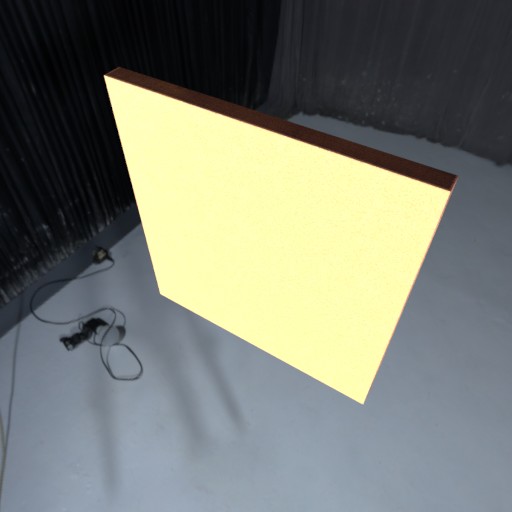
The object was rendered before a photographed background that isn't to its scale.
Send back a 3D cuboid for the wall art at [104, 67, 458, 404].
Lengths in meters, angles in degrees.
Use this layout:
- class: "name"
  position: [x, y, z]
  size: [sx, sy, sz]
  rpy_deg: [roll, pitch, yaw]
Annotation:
- class: "wall art"
  position: [0.000, 0.000, 0.834]
  size: [0.554, 0.572, 0.037]
  rpy_deg: [25, 52, 21]
